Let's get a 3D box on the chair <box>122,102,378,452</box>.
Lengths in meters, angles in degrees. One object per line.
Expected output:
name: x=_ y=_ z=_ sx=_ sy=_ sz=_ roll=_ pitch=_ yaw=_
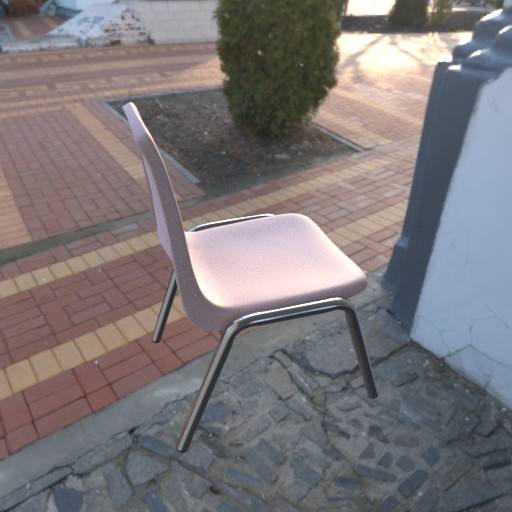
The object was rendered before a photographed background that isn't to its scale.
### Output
chair: x=0.000 y=0.000 z=0.851 sx=0.423 sy=0.586 sz=0.354 roll=-11 pitch=34 yaw=-17
